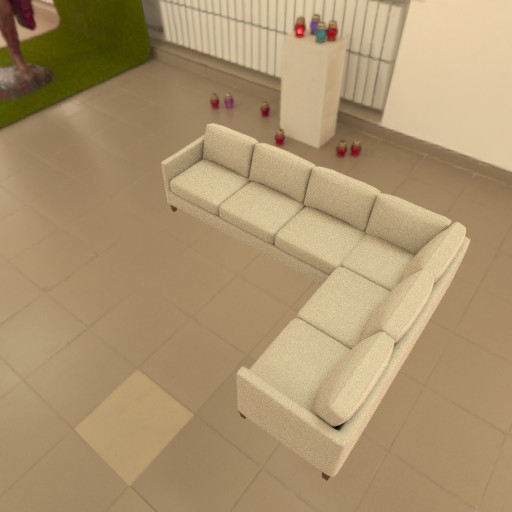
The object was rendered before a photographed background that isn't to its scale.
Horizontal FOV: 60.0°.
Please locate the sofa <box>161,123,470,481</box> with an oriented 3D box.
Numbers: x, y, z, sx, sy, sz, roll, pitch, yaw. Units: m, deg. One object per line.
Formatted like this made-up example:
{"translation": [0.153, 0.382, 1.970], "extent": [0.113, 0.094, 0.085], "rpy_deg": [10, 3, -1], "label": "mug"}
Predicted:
{"translation": [0.000, 0.000, 4.420], "extent": [3.333, 0.934, 2.522], "rpy_deg": [29, 53, 25], "label": "sofa"}
